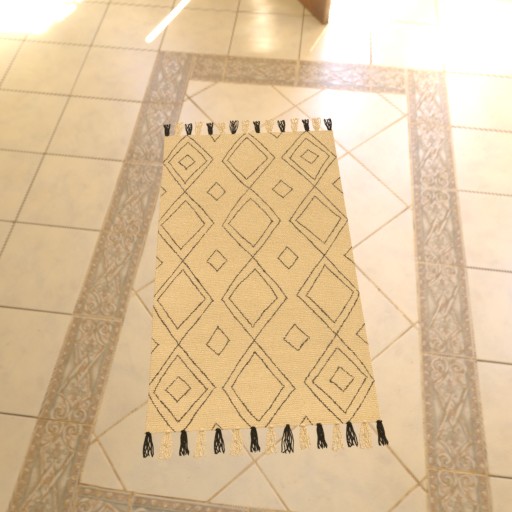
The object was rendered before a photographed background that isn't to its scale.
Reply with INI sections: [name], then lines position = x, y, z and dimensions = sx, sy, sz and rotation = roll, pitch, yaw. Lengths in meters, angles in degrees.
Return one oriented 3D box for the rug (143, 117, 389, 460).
[rug]
position = 0.000, 0.000, 3.352
dimensions = 1.524, 0.021, 2.755
rotation = -2, 63, -1
